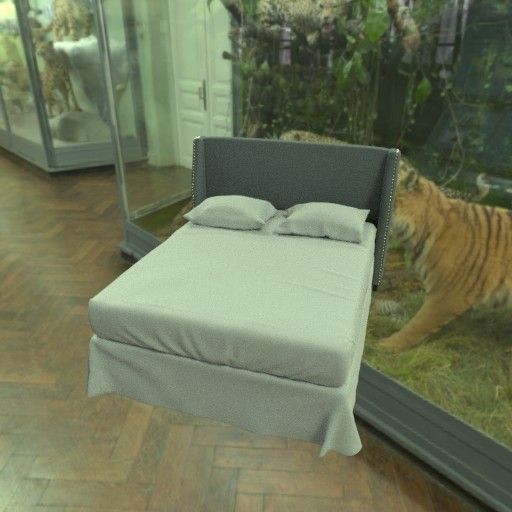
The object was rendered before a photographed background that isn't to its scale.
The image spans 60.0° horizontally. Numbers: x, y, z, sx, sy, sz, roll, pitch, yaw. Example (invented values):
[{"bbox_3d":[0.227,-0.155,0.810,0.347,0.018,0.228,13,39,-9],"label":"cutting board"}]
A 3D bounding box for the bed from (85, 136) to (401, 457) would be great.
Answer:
[{"bbox_3d":[0.000,0.000,3.409,1.925,1.332,2.276,8,27,16],"label":"bed"}]
